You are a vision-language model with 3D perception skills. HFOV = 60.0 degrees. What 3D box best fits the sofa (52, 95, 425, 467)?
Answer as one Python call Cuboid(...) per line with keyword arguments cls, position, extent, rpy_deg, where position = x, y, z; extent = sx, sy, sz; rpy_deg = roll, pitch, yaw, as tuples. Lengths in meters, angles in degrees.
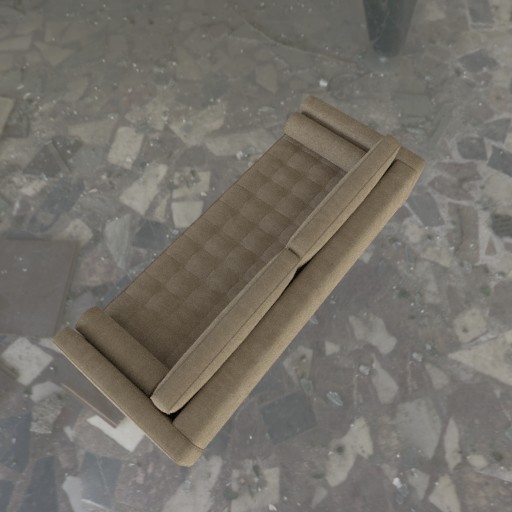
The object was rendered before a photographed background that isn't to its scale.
Cuboid(cls="sofa", position=(0.000, 0.000, 2.623), extent=(0.919, 0.770, 2.200), rpy_deg=(36, 69, 17))
